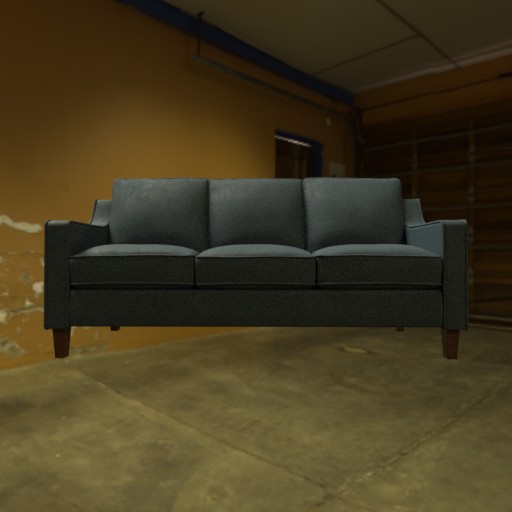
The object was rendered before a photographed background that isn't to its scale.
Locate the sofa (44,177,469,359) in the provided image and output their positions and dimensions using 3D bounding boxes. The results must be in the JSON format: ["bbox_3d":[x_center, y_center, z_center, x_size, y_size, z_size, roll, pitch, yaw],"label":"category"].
[{"bbox_3d":[0.000,0.000,2.502,1.986,0.974,0.911,0,0,1],"label":"sofa"}]
